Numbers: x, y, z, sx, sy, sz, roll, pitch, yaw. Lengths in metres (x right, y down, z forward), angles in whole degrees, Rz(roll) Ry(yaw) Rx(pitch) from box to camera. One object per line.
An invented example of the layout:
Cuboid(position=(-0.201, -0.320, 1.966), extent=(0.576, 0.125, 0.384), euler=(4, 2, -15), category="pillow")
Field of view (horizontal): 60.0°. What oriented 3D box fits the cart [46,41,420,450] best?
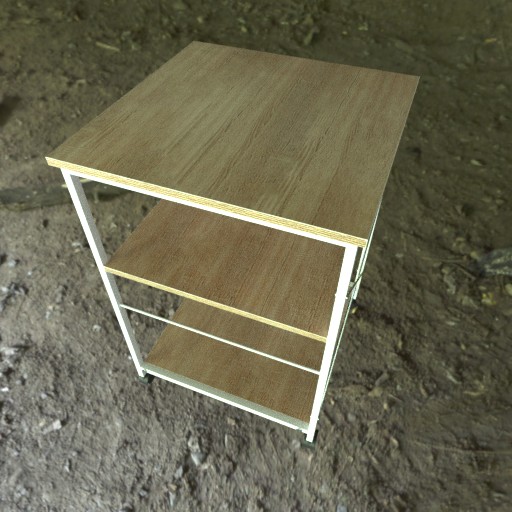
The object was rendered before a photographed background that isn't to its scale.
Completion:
Cuboid(position=(0.000, 0.000, 1.085), extent=(0.520, 0.762, 0.521), euler=(16, 48, 15), category="cart")
